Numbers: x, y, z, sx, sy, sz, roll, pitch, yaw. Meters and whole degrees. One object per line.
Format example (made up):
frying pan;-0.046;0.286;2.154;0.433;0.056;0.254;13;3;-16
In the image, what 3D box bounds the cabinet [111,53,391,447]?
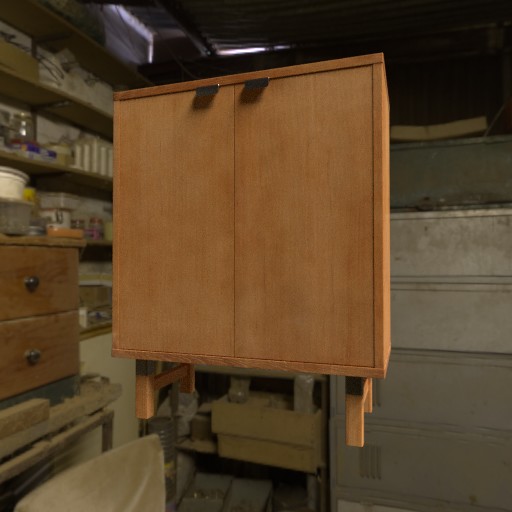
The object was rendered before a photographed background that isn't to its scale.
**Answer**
cabinet;0.000;0.000;1.405;0.800;1.001;0.419;0;-1;19
